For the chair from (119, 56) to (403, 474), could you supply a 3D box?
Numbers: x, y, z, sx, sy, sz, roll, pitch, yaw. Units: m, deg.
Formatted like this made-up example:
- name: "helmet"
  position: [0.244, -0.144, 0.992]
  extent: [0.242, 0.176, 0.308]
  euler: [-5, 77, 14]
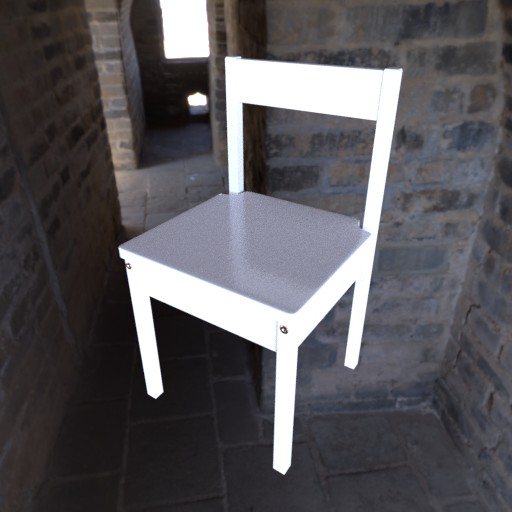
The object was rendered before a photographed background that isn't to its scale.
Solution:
- name: "chair"
  position: [0.000, 0.000, 0.866]
  extent: [0.367, 0.668, 0.361]
  euler: [18, 35, 29]
